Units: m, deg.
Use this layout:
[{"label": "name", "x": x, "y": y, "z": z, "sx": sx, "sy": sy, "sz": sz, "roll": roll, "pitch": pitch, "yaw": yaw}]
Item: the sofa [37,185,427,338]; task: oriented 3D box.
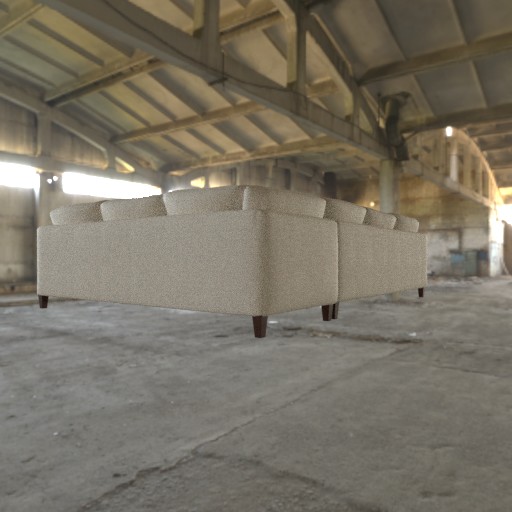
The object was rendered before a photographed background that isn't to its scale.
[{"label": "sofa", "x": 0.000, "y": 0.000, "z": 4.565, "sx": 2.593, "sy": 0.947, "sz": 3.302, "roll": 0, "pitch": 0, "yaw": 37}]
